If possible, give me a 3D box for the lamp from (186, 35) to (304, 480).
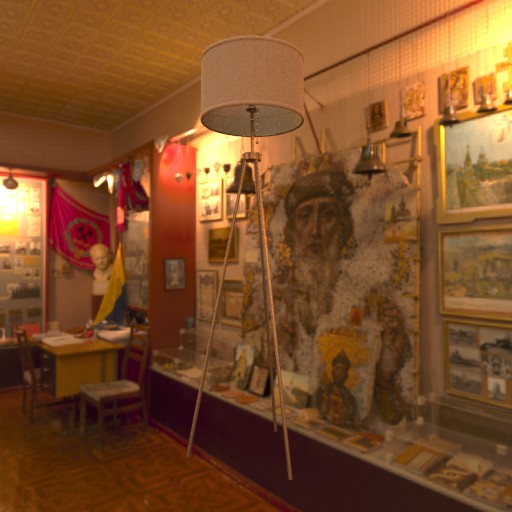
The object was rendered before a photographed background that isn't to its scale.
[{"bbox_3d":[0.000,0.000,1.727,0.449,1.545,0.460,1,-1,-37],"label":"lamp"}]
